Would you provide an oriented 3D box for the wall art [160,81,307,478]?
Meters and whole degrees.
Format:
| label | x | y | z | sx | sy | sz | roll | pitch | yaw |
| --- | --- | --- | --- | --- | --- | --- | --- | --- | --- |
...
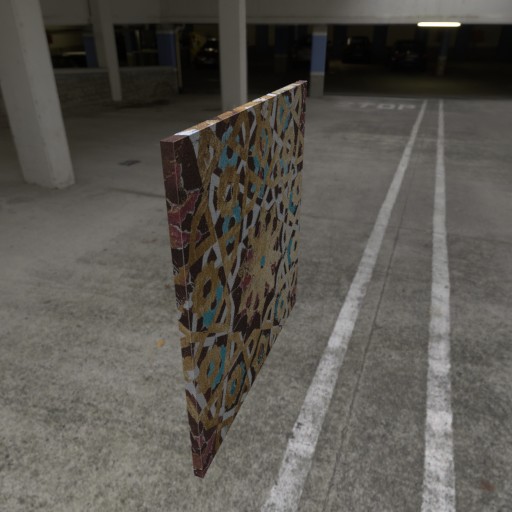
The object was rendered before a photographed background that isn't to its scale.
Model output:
| label | x | y | z | sx | sy | sz | roll | pitch | yaw |
| --- | --- | --- | --- | --- | --- | --- | --- | --- | --- |
| wall art | 0.000 | 0.000 | 1.142 | 0.028 | 0.762 | 0.757 | 10 | 30 | 18 |
